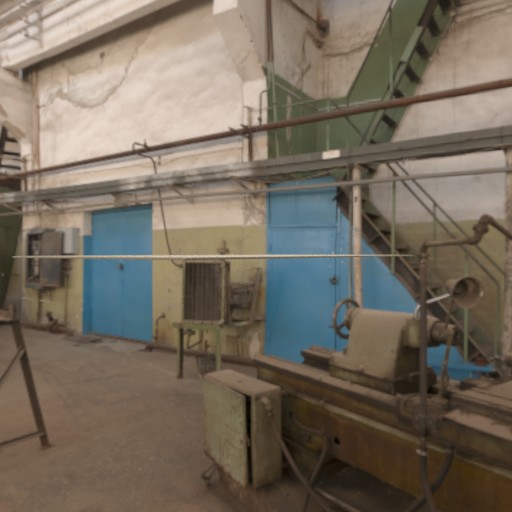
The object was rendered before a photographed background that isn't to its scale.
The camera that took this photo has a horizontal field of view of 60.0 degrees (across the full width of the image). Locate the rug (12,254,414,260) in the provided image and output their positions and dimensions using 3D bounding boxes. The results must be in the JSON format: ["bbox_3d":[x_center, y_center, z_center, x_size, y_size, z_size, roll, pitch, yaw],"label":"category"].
[{"bbox_3d":[0.000,0.000,3.542,1.546,0.011,3.048,0,1,37],"label":"rug"}]
